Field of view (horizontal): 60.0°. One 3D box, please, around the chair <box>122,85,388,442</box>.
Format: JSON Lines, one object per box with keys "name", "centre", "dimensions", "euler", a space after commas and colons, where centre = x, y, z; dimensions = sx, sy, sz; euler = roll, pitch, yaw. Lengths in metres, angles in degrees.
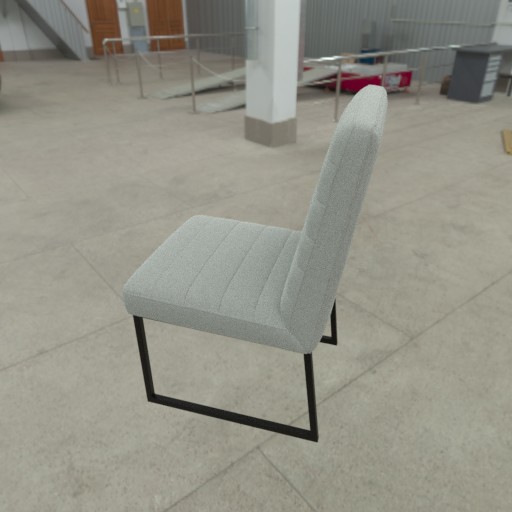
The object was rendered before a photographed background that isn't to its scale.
{"name": "chair", "centre": [0.000, 0.000, 1.327], "dimensions": [0.634, 0.930, 0.520], "euler": [8, 31, 14]}
